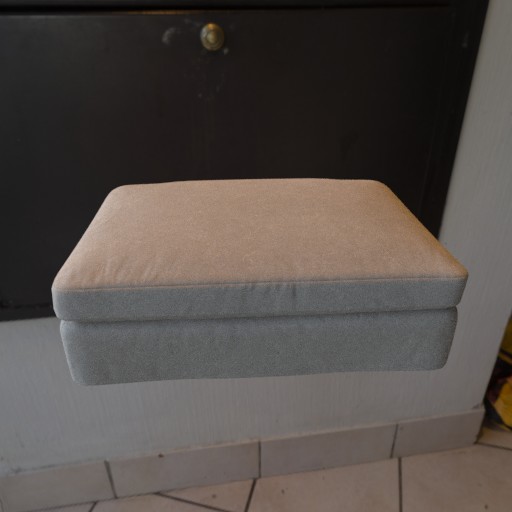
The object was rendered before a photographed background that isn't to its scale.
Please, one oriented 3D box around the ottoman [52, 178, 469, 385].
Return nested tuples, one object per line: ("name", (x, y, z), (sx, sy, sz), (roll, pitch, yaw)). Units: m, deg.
("ottoman", (0.000, 0.000, 1.625), (1.199, 0.429, 0.840), (-2, 29, -3))
